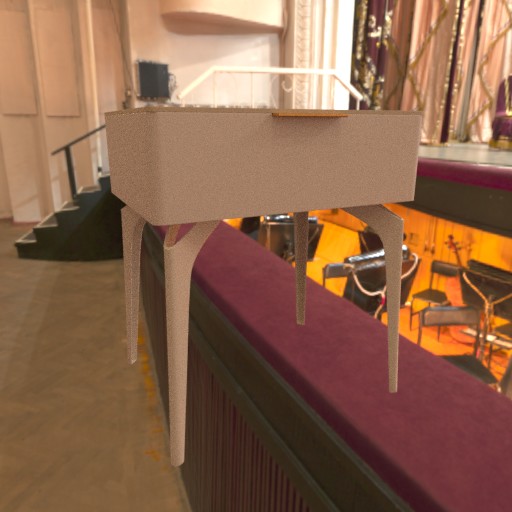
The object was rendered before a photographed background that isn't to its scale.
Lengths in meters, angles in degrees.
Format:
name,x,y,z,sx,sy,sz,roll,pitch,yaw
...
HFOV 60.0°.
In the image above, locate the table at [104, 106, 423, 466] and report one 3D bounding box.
name,x,y,z,sx,sy,sz,roll,pitch,yaw
table,0.000,0.000,0.921,0.500,0.570,0.400,-8,18,-25
